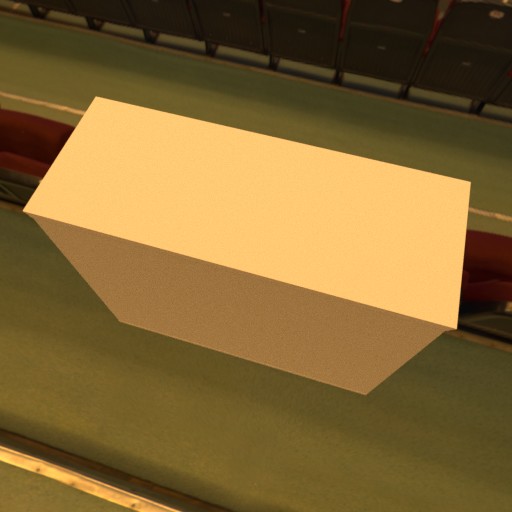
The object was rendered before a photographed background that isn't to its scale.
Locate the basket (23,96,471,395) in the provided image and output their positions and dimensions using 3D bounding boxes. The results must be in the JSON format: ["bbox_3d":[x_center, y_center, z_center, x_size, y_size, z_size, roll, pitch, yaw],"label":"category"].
[{"bbox_3d":[0.000,0.000,1.132,0.792,0.625,0.376,15,64,8],"label":"basket"}]
